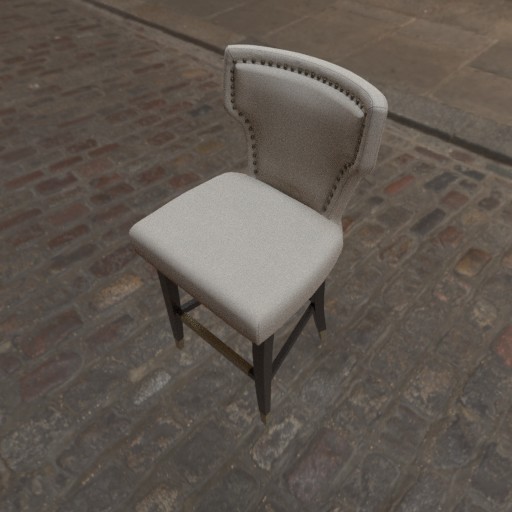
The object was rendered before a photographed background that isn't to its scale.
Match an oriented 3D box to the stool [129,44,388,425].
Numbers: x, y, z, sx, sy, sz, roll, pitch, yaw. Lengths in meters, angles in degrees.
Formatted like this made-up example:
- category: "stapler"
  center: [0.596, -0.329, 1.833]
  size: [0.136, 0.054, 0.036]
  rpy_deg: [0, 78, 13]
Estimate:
- category: "stool"
  center: [0.000, 0.000, 1.417]
  size: [0.526, 1.092, 0.563]
  rpy_deg: [33, 55, 27]
